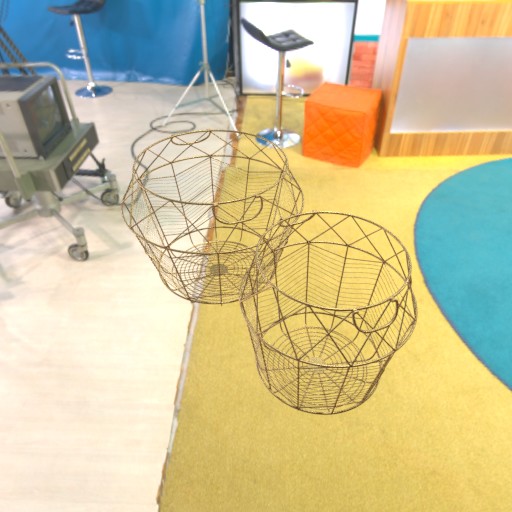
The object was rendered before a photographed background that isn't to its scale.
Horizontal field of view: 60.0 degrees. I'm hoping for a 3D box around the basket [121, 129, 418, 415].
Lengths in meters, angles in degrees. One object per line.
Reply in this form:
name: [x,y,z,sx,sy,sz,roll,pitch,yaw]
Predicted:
basket: [0.000,0.000,1.045,0.451,0.343,0.805,-25,46,-27]
